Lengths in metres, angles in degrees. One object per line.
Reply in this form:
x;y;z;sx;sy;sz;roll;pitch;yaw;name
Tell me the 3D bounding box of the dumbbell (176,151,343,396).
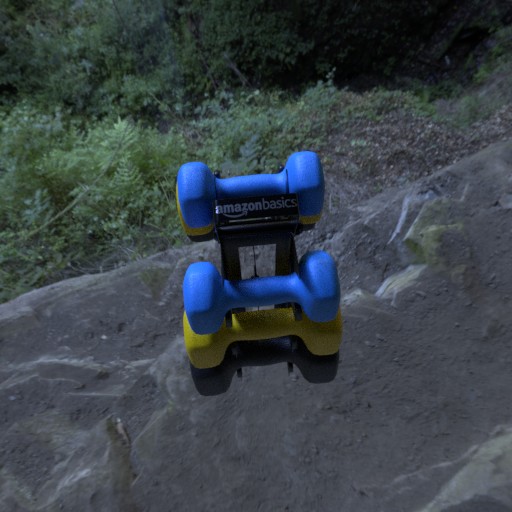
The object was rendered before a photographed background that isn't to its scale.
0.000;0.000;0.683;0.255;0.426;0.409;-5;76;-1;dumbbell
